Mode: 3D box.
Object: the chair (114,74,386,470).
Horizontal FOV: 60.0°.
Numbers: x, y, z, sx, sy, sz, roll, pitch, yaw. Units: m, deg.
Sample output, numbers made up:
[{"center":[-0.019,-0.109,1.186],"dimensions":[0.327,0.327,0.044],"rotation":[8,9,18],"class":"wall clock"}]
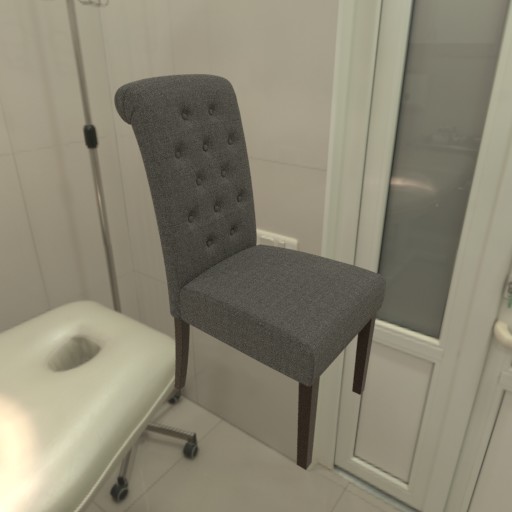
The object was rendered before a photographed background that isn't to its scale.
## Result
[{"center":[0.000,0.000,1.352],"dimensions":[0.671,1.006,0.456],"rotation":[17,30,32],"class":"chair"}]
